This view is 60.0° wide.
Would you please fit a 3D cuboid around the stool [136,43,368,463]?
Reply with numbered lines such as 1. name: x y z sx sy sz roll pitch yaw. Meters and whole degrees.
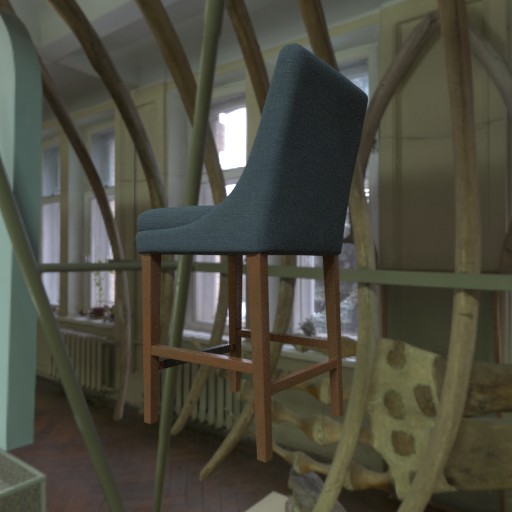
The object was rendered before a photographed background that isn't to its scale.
1. stool: 0.000 0.000 1.324 0.577 0.981 0.470 0 -1 37
